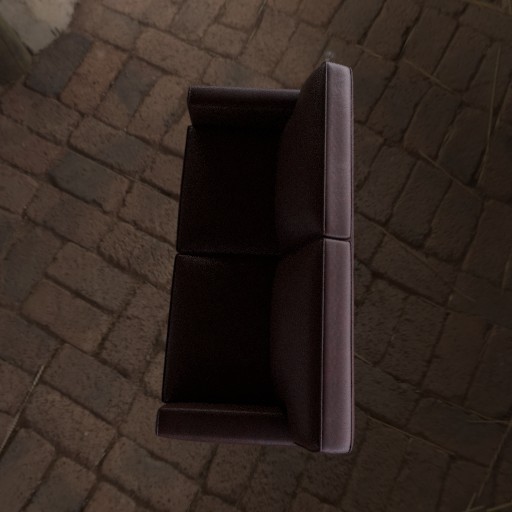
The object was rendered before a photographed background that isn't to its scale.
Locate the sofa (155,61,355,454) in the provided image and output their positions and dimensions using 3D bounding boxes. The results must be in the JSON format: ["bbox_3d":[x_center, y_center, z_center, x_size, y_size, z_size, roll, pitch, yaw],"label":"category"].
[{"bbox_3d":[0.000,0.000,2.389,0.912,0.928,1.876,3,76,1],"label":"sofa"}]
